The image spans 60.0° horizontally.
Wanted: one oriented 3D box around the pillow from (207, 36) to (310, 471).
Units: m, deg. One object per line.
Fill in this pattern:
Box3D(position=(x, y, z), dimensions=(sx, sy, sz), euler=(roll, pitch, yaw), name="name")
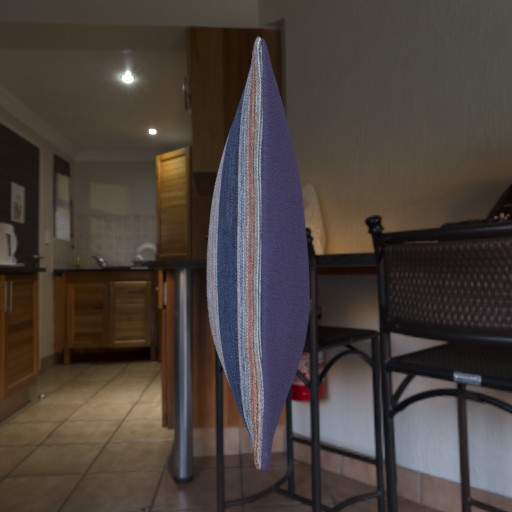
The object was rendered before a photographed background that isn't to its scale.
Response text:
Box3D(position=(0.000, 0.000, 0.633), dimensions=(0.136, 0.419, 0.437), euler=(0, -1, -1), name="pillow")
